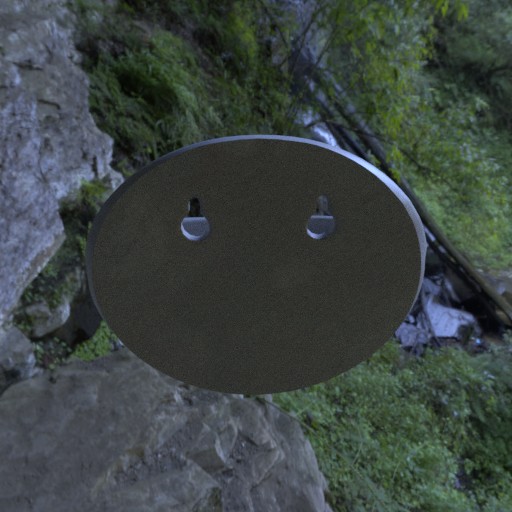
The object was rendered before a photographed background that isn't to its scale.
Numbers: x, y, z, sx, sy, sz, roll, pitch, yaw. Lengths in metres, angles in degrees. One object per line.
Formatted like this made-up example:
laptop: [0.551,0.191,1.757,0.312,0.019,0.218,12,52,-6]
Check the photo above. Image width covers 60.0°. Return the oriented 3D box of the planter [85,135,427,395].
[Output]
planter: [0.000,0.000,0.272,0.190,0.164,0.073,-1,30,-2]
